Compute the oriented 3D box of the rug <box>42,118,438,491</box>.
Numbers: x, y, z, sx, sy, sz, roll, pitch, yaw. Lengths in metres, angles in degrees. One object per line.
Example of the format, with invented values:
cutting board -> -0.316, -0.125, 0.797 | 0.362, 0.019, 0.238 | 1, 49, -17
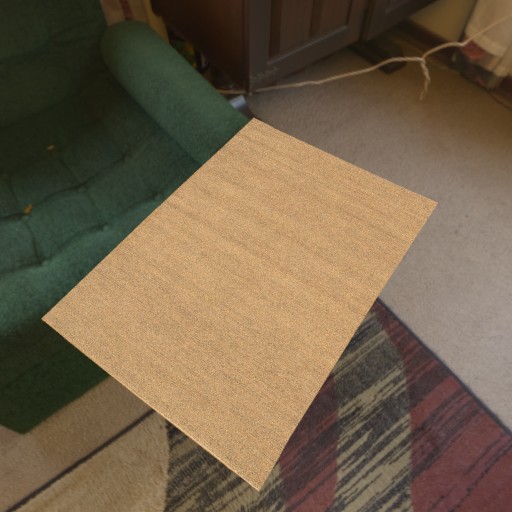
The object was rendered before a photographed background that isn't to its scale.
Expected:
rug -> 0.000, 0.000, 2.949 | 1.624, 0.030, 2.264 | 31, 62, 18
